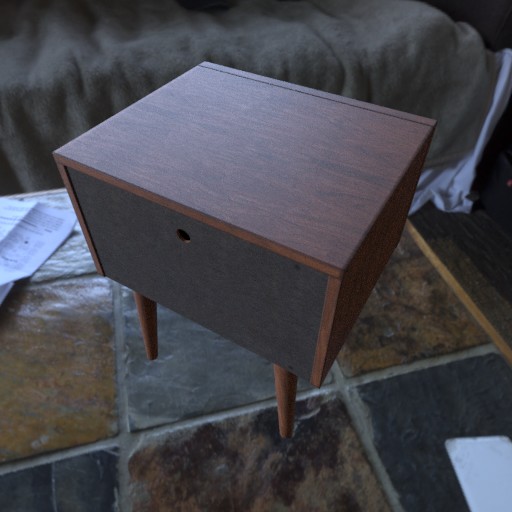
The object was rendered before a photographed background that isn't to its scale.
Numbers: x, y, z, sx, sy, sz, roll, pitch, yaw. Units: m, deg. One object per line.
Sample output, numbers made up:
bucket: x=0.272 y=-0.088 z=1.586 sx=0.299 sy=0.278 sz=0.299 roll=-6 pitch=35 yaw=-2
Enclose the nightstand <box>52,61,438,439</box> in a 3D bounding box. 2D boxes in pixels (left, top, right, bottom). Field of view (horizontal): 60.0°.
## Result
nightstand: x=0.000 y=0.000 z=0.989 sx=0.521 sy=0.607 sz=0.445 roll=23 pitch=50 yaw=21
